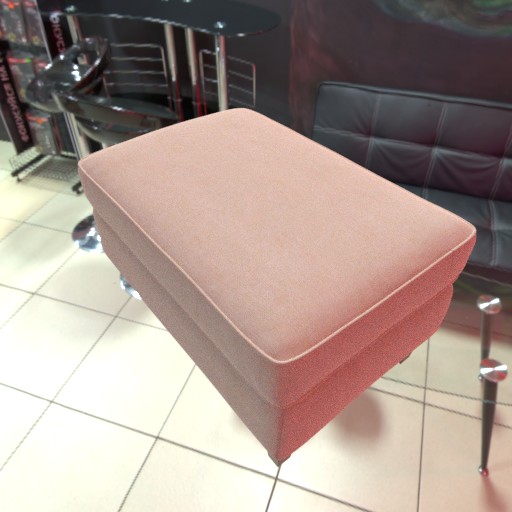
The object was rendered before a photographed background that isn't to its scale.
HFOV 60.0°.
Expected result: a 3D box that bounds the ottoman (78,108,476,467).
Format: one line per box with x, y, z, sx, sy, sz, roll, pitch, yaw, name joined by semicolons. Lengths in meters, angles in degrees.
0.000;0.000;1.185;0.583;0.484;0.862;-27;48;-28;ottoman
